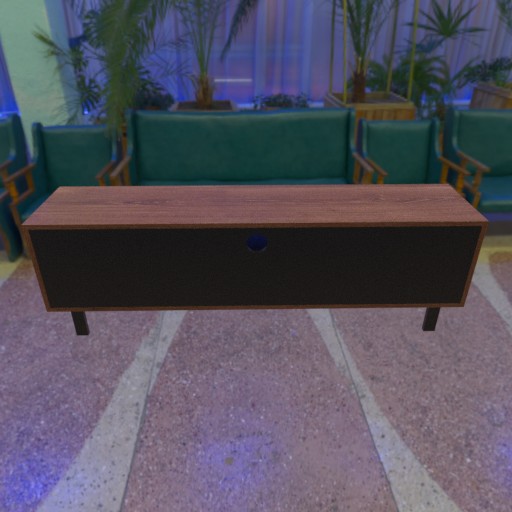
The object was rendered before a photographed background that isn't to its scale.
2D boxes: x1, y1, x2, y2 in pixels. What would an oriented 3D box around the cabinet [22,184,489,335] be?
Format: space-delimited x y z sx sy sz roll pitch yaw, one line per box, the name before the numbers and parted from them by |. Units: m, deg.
cabinet | 0.000 0.000 1.862 1.650 0.500 0.400 -1 30 -1
